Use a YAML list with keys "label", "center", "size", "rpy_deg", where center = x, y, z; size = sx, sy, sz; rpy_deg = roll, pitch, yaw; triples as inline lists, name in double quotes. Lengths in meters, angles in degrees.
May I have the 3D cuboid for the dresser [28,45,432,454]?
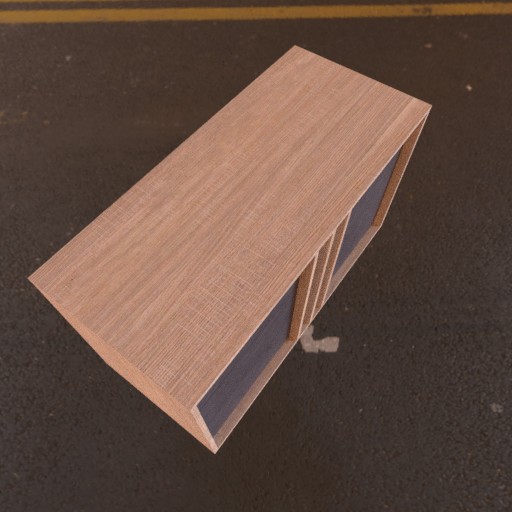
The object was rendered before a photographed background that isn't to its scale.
- label: "dresser"
  center: [0.000, 0.000, 1.518]
  size: [0.500, 0.780, 1.110]
  rpy_deg: [32, 64, 18]
